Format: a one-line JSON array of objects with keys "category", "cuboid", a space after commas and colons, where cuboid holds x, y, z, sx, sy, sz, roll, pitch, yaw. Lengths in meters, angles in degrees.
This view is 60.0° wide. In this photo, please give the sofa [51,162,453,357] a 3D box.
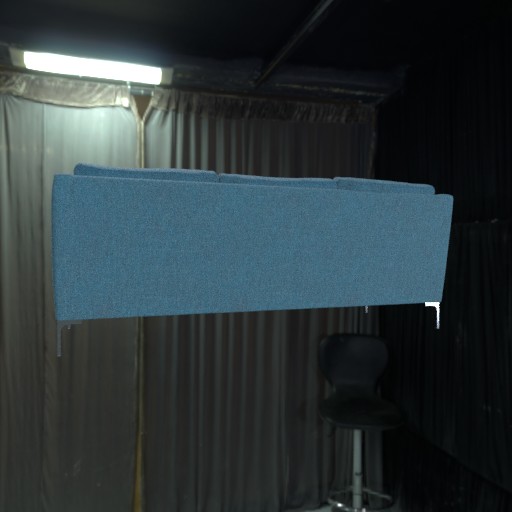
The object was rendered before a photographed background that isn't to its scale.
[{"category": "sofa", "cuboid": [0.000, 0.000, 2.513, 2.060, 0.837, 0.849, 0, 1, -20]}]
